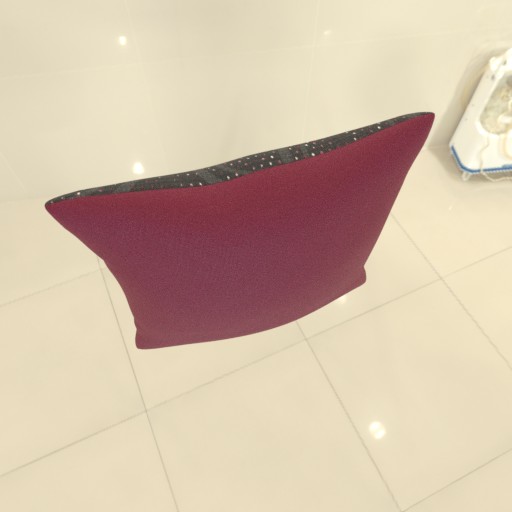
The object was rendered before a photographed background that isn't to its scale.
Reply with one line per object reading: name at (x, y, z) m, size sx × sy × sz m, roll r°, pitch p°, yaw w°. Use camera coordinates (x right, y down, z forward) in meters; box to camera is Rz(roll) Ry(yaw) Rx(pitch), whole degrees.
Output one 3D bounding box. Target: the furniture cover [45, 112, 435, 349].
furniture cover at (0.000, 0.000, 0.806) m, size 0.552 × 0.509 × 0.193 m, roll -15°, pitch 59°, yaw -9°
